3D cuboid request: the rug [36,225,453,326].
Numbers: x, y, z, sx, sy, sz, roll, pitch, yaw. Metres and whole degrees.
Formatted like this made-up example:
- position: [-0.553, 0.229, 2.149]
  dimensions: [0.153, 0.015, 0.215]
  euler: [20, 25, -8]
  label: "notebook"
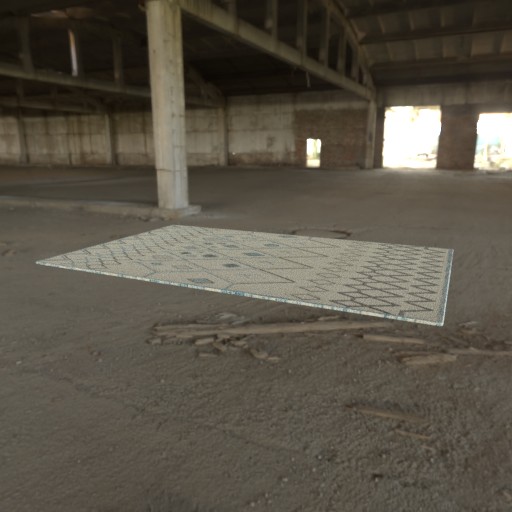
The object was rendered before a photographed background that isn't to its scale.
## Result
- position: [0.000, 0.000, 3.030]
  dimensions: [2.439, 0.015, 1.524]
  euler: [6, 15, 24]
  label: "rug"
